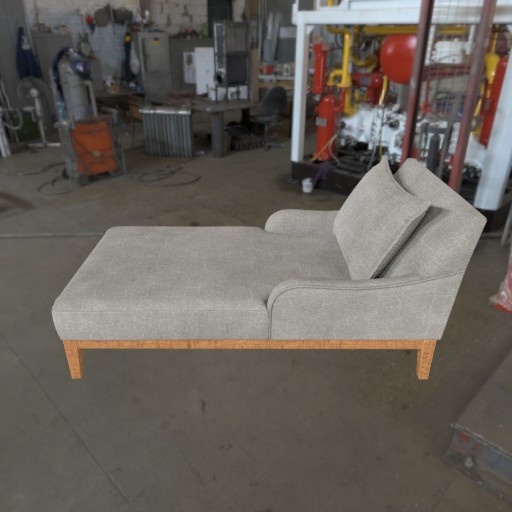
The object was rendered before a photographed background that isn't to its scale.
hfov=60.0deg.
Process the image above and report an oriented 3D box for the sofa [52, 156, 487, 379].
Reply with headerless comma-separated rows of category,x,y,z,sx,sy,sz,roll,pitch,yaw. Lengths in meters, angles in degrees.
sofa,0.000,0.000,2.263,1.779,0.859,0.894,0,27,0
